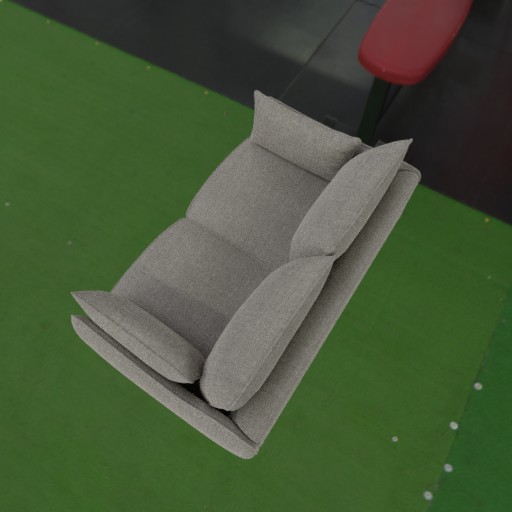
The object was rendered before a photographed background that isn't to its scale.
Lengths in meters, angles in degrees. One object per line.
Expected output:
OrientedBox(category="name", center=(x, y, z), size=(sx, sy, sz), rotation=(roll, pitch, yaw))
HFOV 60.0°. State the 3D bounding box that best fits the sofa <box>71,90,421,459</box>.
OrientedBox(category="sofa", center=(0.000, 0.000, 2.155), size=(0.972, 0.851, 1.580), rotation=(31, 67, 15))
